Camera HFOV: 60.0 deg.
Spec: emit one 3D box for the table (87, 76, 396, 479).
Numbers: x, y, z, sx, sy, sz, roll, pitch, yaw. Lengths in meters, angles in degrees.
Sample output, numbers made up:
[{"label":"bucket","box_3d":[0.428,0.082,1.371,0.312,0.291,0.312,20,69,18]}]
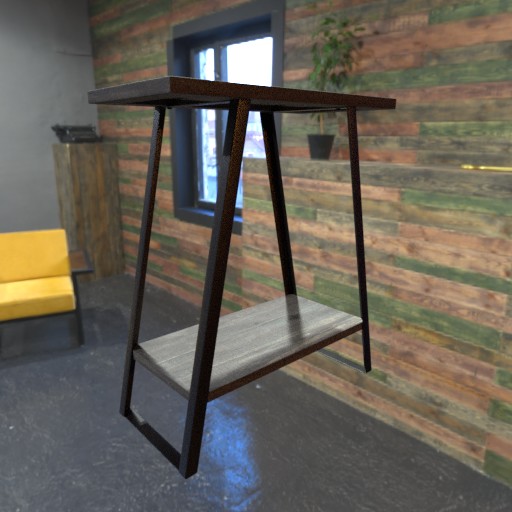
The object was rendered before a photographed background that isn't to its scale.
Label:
[{"label":"table","box_3d":[0.000,0.000,1.024,0.599,0.701,0.300,-13,20,-40]}]
